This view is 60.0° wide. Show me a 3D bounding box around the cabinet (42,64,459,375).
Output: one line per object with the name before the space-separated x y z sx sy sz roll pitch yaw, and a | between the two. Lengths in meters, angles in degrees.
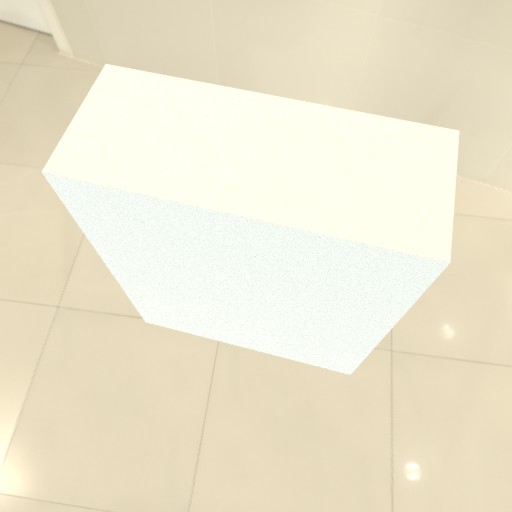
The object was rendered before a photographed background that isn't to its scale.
cabinet | 0.000 0.000 1.664 1.000 1.190 0.400 13 64 7
